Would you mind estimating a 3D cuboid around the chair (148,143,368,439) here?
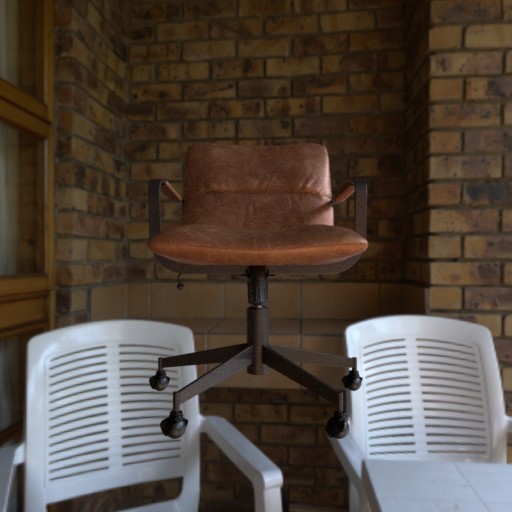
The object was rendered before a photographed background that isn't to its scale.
[{"bbox_3d":[0.000,0.000,1.466,0.727,0.922,0.754,0,0,0],"label":"chair"}]
